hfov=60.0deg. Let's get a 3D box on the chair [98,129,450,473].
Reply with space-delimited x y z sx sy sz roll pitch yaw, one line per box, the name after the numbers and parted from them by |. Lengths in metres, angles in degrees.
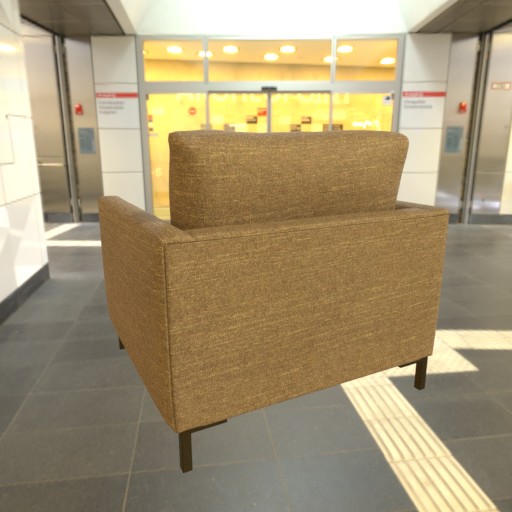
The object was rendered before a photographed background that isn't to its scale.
0.000 0.000 1.550 0.940 0.841 0.845 -7 16 -27 | chair
